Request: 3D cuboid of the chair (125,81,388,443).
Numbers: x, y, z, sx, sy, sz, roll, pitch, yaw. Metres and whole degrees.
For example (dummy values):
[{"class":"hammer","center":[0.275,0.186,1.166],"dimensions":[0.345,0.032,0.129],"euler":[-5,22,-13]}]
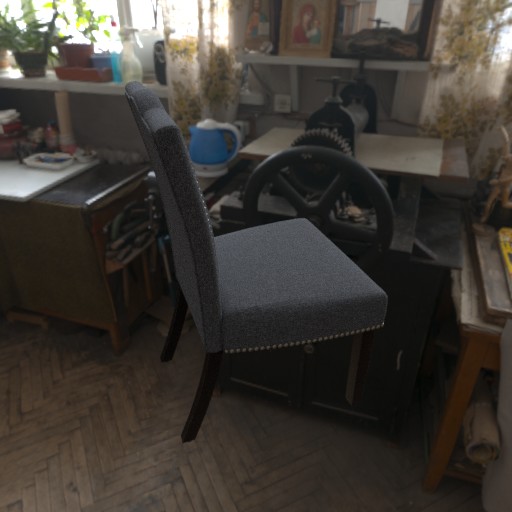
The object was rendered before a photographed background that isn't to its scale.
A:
[{"class":"chair","center":[0.000,0.000,1.277],"dimensions":[0.589,0.946,0.518],"euler":[-11,32,-17]}]
